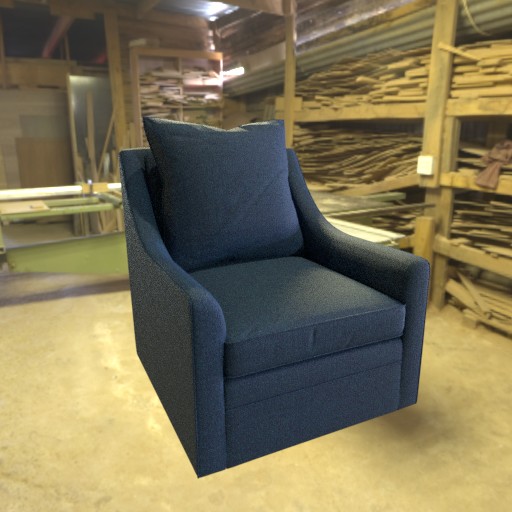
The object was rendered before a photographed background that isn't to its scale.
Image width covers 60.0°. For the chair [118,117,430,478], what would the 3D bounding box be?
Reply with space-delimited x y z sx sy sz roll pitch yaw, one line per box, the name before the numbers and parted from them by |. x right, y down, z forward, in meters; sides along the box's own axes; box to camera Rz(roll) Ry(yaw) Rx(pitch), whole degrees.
chair | 0.000 0.000 1.541 0.750 0.939 0.870 -7 17 -25
